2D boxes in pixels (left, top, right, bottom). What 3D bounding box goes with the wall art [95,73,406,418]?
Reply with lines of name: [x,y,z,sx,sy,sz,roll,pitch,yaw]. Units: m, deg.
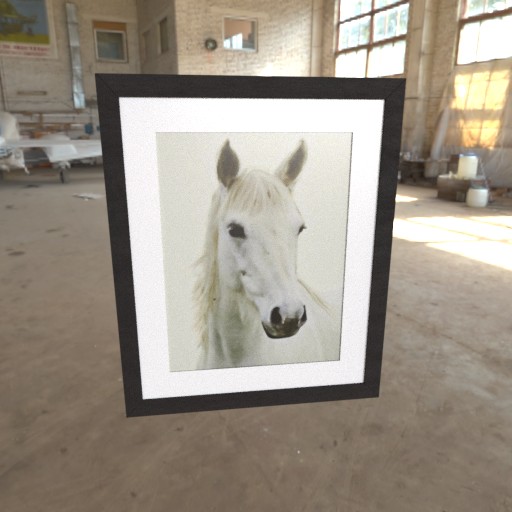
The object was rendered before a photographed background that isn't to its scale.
wall art: [0.000,0.000,0.734,0.455,0.552,0.034,-2,16,-7]
